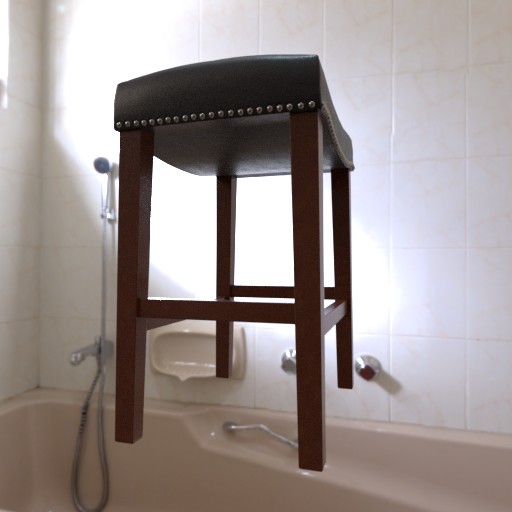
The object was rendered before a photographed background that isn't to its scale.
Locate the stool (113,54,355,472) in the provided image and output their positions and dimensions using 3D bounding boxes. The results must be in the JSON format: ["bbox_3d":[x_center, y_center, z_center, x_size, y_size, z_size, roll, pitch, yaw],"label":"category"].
[{"bbox_3d":[0.000,0.000,0.947,0.372,0.654,0.504,0,-1,18],"label":"stool"}]
